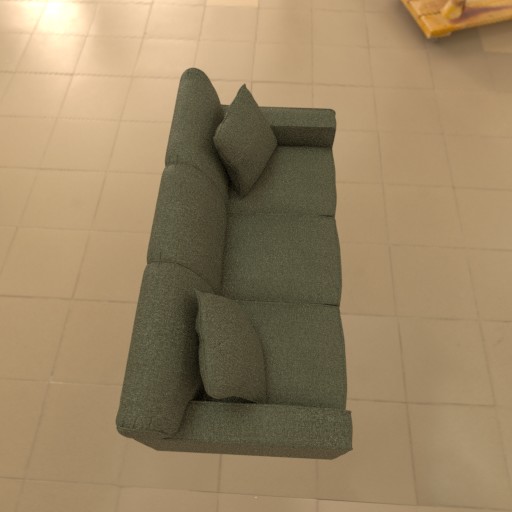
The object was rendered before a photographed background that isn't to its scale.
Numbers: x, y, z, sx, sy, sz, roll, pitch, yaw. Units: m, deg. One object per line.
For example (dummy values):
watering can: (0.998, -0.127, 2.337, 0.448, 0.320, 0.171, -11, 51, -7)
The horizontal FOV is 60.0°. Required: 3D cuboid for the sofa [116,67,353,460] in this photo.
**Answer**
sofa: (0.000, 0.000, 2.502, 0.997, 0.958, 2.024, 2, 61, 1)
